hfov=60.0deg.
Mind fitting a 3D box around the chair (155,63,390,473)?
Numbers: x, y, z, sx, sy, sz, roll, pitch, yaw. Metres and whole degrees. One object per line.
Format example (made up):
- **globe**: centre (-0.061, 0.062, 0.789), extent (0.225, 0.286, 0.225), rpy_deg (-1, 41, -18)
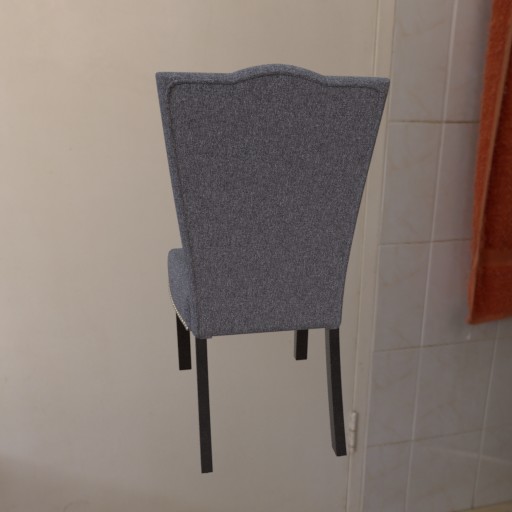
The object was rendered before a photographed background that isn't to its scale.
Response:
- **chair**: centre (0.000, 0.000, 1.272), extent (0.518, 0.946, 0.589), rpy_deg (-3, 15, -10)
